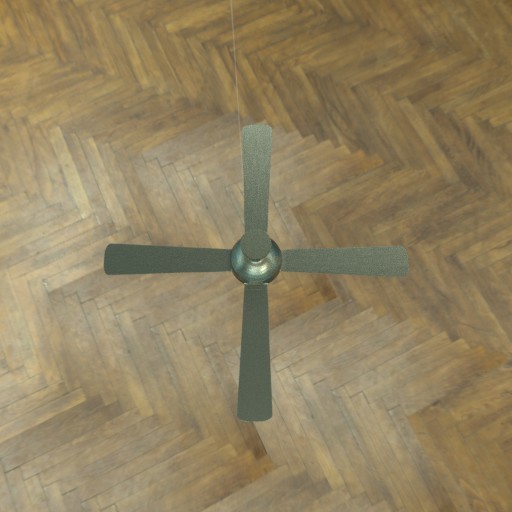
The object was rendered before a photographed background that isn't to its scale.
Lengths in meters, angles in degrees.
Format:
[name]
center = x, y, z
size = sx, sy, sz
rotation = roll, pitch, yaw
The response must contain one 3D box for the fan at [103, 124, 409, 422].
[fan]
center = 0.000, 0.000, 1.941
size = 1.321, 0.381, 1.321
rotation = 20, 76, 5
